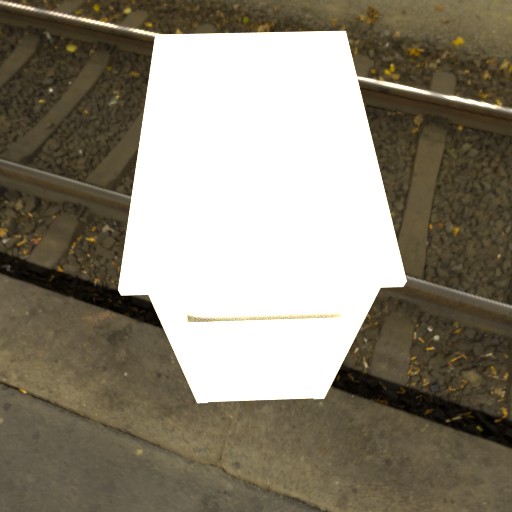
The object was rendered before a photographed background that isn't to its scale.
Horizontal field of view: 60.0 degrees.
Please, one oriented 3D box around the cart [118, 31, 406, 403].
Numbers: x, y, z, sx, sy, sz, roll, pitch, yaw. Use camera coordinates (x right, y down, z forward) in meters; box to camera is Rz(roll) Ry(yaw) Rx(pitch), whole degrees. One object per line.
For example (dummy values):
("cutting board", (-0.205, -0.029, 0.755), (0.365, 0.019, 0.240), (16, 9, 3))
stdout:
("cart", (0.000, 0.000, 1.216), (0.442, 0.864, 0.683), (-2, 58, -1))
